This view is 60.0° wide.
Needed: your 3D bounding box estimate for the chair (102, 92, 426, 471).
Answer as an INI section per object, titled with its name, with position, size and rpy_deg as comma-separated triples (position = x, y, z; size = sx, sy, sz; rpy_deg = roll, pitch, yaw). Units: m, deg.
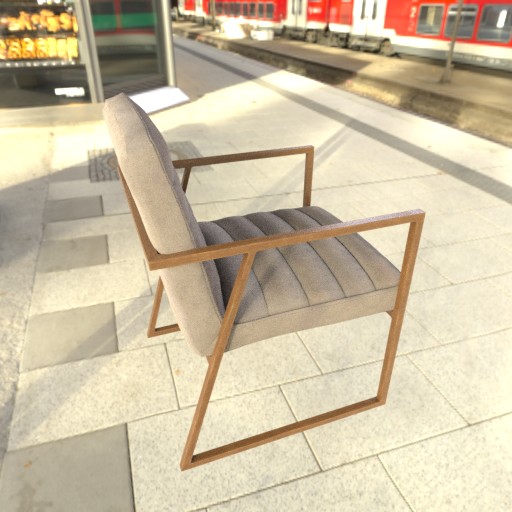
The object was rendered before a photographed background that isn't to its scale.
[chair]
position = 0.000, 0.000, 1.257
size = 0.682, 0.843, 0.578
rpy_deg = -11, 32, -18
